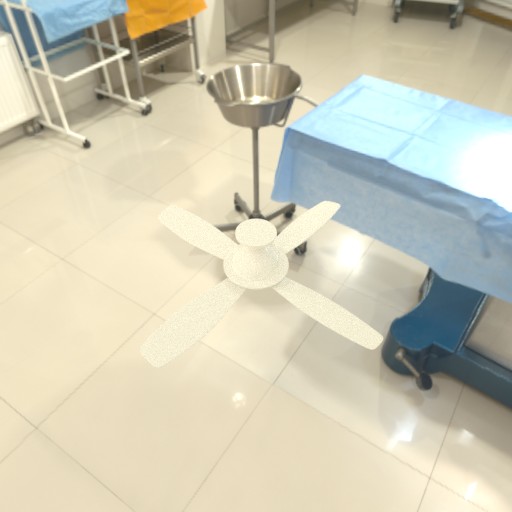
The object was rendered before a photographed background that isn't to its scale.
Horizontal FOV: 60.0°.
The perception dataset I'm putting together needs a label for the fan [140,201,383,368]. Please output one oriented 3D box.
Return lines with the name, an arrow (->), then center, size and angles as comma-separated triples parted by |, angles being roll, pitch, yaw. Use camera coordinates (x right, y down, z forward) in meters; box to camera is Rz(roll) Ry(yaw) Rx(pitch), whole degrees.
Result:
fan -> 0.000, 0.000, 2.626 | 1.694, 0.382, 1.693 | 31, 53, 27
